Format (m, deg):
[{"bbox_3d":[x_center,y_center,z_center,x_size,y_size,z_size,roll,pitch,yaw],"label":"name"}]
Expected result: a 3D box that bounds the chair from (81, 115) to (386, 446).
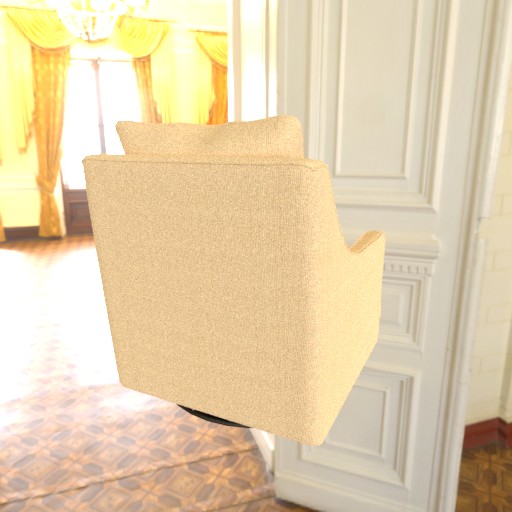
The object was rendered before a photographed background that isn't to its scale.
[{"bbox_3d":[0.000,0.000,1.596,0.760,0.927,0.876,7,16,26],"label":"chair"}]
